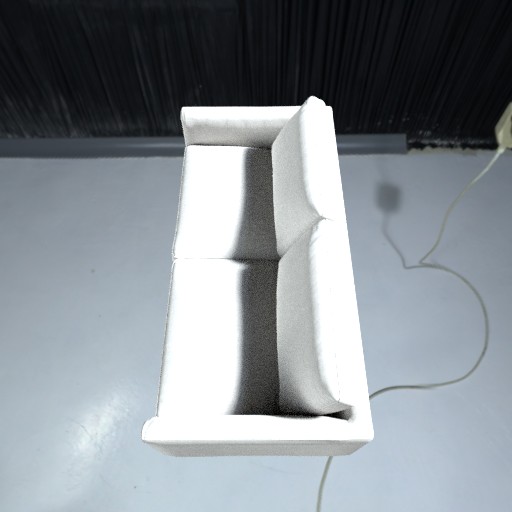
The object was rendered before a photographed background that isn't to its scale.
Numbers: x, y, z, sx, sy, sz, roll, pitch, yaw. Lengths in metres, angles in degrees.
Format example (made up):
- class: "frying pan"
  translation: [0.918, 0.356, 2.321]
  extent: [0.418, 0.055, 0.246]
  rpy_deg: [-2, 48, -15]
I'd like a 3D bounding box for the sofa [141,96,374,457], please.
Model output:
- class: "sofa"
  translation: [0.000, 0.000, 2.789]
  extent: [1.090, 0.838, 2.588]
  rpy_deg: [0, 59, 0]
